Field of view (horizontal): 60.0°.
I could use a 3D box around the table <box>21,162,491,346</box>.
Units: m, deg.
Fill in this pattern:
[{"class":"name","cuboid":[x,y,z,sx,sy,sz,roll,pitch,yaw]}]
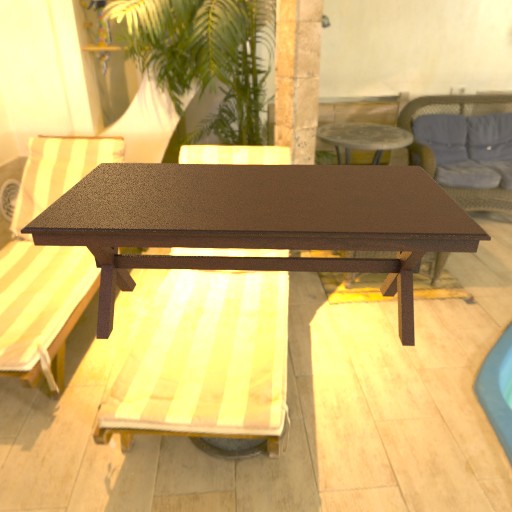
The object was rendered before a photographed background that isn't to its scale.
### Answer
[{"class":"table","cuboid":[0.000,0.000,1.493,1.197,0.459,0.594,1,28,2]}]
